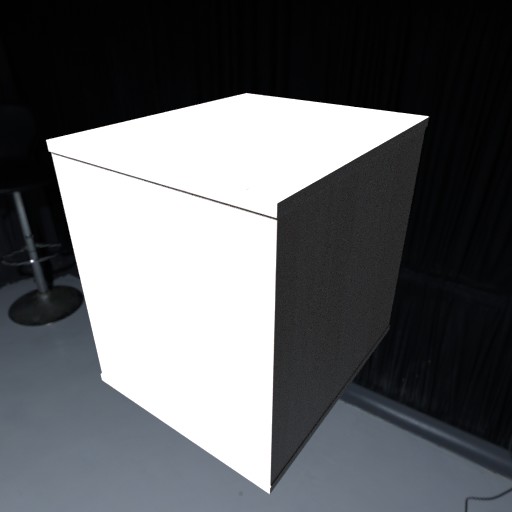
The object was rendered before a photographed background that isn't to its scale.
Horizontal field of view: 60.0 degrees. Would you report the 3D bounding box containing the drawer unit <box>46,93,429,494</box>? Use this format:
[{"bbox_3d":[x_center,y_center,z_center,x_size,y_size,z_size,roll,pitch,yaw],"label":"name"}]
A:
[{"bbox_3d":[0.000,0.000,0.598,0.290,0.344,0.349,20,35,31],"label":"drawer unit"}]
